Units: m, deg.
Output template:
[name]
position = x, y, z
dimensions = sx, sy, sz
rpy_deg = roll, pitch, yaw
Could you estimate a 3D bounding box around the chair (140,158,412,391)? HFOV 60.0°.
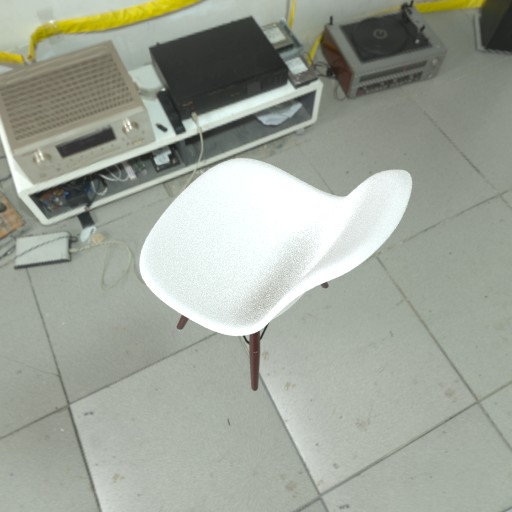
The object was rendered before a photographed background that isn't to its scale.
[chair]
position = 0.000, 0.000, 1.125
dimensions = 0.533, 0.826, 0.470
rpy_deg = 31, 68, 14
